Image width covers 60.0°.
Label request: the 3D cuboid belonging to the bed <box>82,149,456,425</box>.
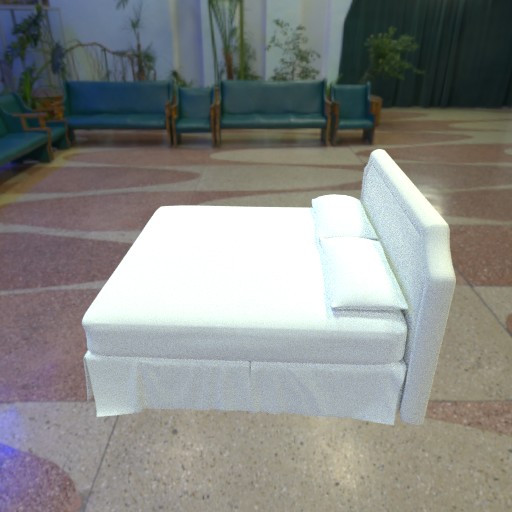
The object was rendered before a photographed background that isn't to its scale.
[{"bbox_3d":[0.000,0.000,3.477,2.204,1.301,2.160,1,27,3],"label":"bed"}]
